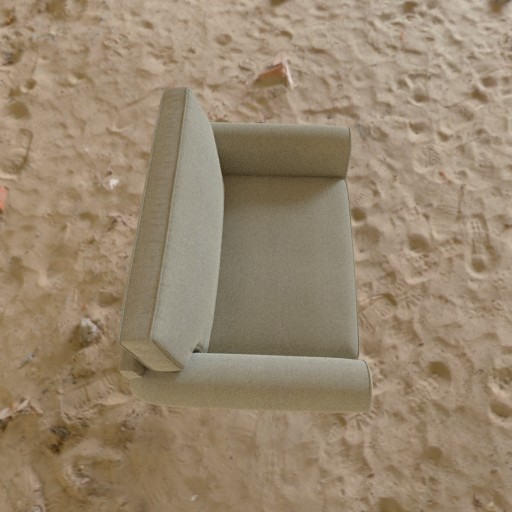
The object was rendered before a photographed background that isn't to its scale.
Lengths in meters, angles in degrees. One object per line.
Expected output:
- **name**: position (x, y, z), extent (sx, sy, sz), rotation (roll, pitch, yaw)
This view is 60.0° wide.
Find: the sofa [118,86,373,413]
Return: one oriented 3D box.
- **sofa**: position (0.000, 0.000, 2.080), extent (0.936, 0.991, 1.405), rotation (2, 63, 1)
